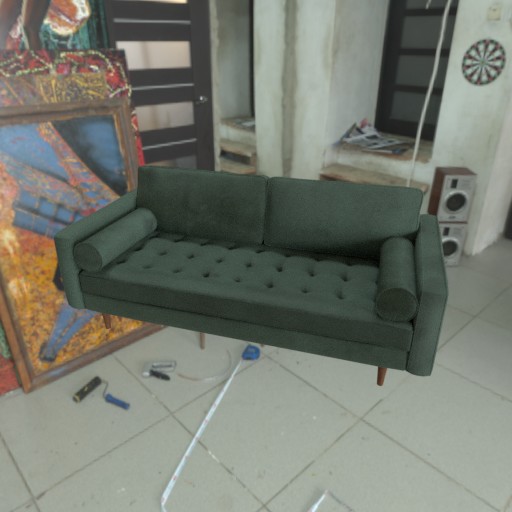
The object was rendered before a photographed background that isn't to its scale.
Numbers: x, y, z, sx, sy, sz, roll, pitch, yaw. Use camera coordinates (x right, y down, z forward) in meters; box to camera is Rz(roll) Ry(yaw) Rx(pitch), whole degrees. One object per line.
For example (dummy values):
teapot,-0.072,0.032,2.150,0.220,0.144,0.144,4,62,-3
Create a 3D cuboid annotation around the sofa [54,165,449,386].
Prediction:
sofa,0.000,0.000,2.421,1.880,0.772,0.916,8,27,16
